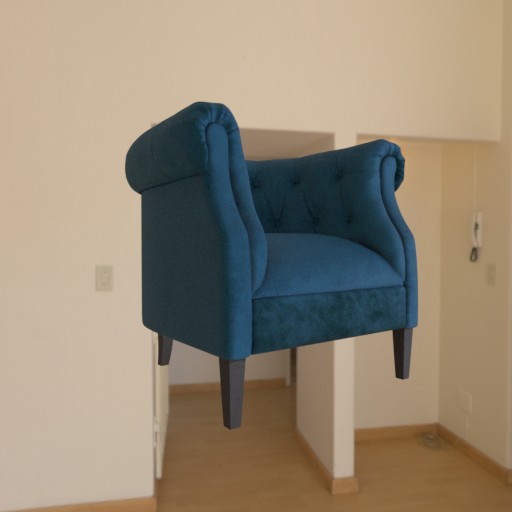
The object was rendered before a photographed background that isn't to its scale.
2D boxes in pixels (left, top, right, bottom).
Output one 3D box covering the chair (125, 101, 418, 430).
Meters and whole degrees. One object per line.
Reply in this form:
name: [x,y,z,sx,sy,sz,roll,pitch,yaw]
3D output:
chair: [0.000,0.000,1.598,0.904,0.826,0.851,-1,2,-36]
